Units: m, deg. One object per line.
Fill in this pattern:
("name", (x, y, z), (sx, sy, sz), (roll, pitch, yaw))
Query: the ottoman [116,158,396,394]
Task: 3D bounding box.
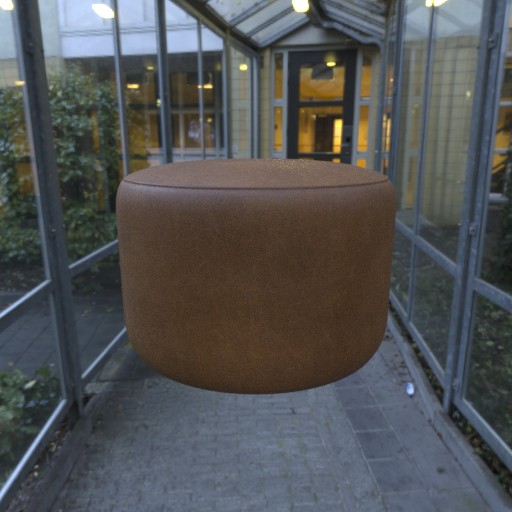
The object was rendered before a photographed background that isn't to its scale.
("ottoman", (0.000, 0.000, 1.035), (0.607, 0.438, 0.607), (0, 14, 0))
